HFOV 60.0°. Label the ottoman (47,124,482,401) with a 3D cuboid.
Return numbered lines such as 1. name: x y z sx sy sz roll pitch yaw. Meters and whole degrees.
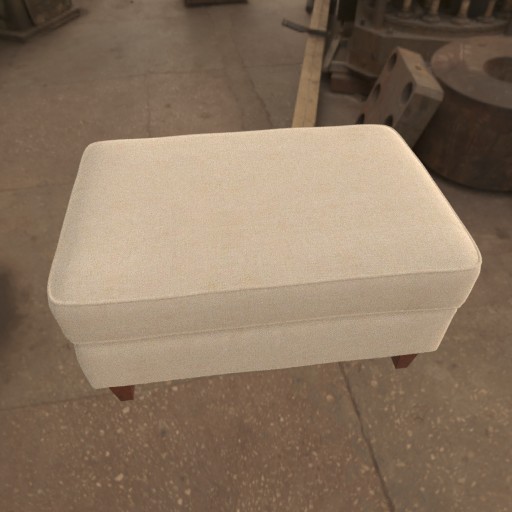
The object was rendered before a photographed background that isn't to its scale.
1. ottoman: 0.000 0.000 1.169 0.862 0.484 0.583 -5 46 -5
